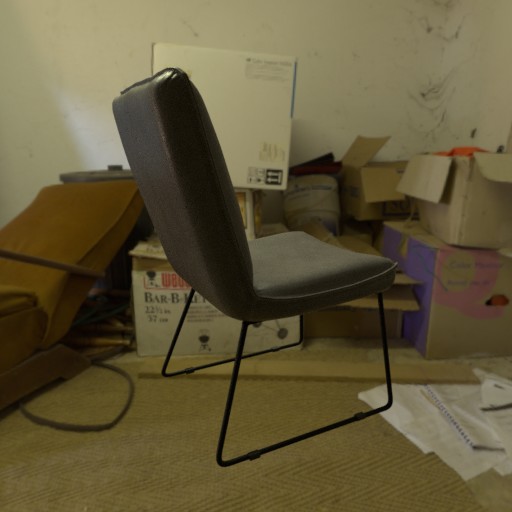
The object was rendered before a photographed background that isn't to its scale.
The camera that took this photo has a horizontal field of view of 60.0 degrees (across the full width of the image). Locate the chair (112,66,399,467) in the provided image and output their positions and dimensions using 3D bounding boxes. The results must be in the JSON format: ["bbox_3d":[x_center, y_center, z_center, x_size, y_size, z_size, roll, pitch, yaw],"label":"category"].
[{"bbox_3d":[0.000,0.000,1.304,0.688,0.932,0.515,-7,16,-27],"label":"chair"}]
